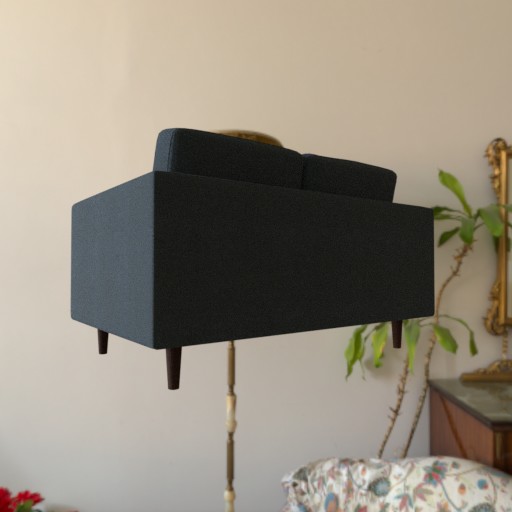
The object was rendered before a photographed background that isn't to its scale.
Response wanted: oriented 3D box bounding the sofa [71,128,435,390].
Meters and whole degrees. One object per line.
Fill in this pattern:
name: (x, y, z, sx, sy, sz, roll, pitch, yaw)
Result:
sofa: (0.000, 0.000, 2.190, 1.518, 0.930, 0.999, 1, -2, -37)
